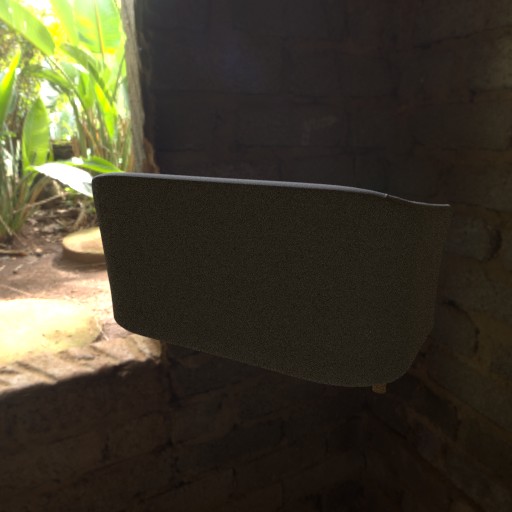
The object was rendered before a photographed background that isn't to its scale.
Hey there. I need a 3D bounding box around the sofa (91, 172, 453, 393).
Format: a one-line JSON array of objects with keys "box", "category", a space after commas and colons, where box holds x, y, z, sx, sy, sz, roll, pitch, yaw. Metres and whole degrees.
[{"box": [0.000, 0.000, 1.881, 1.452, 0.721, 0.705, 8, 18, 26], "category": "sofa"}]
